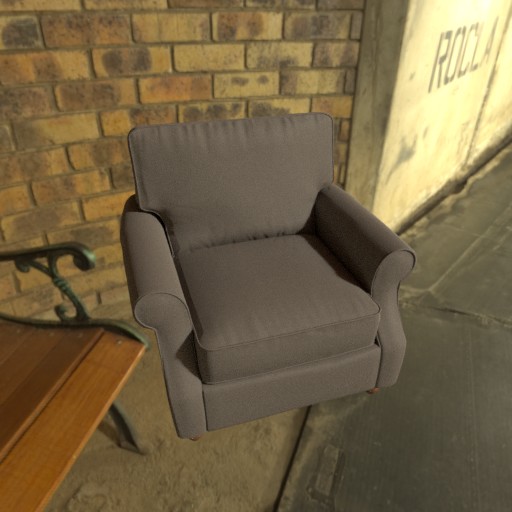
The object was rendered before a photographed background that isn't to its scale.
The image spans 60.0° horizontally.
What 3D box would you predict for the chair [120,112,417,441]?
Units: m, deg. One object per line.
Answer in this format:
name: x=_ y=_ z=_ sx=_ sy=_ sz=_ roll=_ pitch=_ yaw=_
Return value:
chair: x=0.000 y=0.000 z=1.796 sx=1.029 sy=0.967 sz=0.966 roll=-9 pitch=32 yaw=-15
